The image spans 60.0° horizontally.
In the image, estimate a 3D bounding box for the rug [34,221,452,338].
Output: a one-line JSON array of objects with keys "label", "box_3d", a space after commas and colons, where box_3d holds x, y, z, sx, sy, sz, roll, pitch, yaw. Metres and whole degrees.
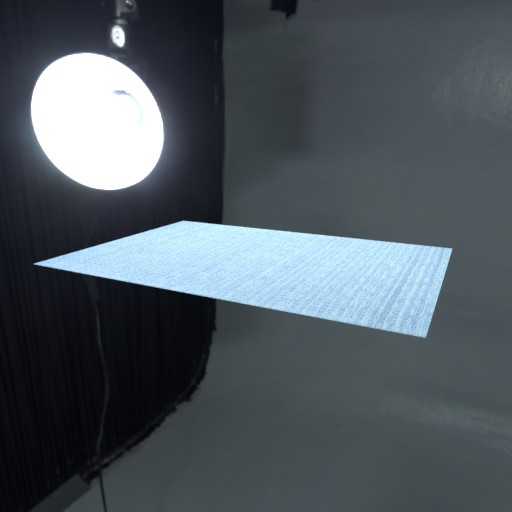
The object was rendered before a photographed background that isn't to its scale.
[{"label": "rug", "box_3d": [0.000, 0.000, 3.697, 2.895, 0.006, 1.982, 8, 17, 26]}]
